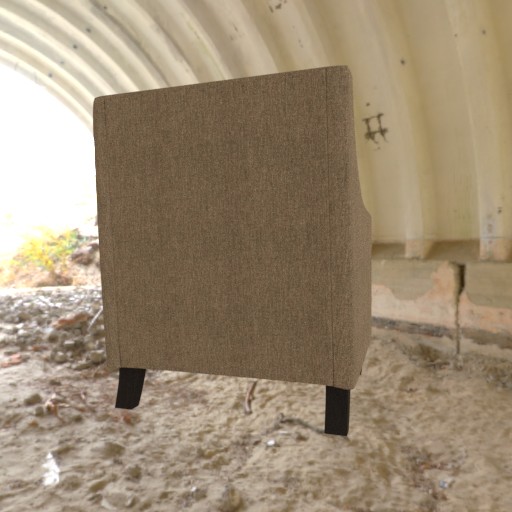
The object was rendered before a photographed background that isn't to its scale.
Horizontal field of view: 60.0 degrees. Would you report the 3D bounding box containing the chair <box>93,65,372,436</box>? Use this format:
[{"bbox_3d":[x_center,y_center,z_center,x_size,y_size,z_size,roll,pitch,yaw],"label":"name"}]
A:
[{"bbox_3d":[0.000,0.000,1.617,0.776,0.967,0.884,0,0,18],"label":"chair"}]
